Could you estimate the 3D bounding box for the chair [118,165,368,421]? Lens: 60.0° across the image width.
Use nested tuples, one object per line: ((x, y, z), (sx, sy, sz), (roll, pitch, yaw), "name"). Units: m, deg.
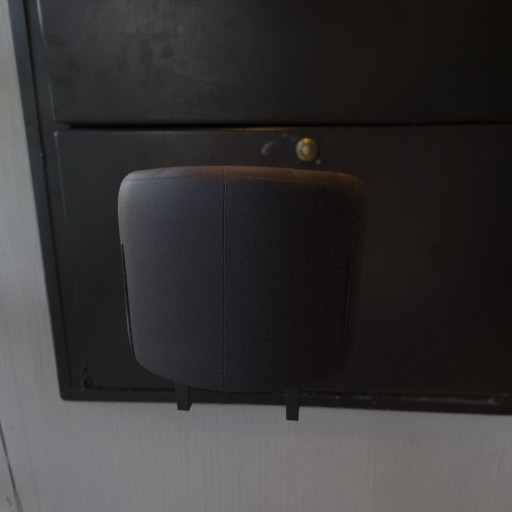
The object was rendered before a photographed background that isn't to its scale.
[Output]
((0.000, 0.000, 1.695), (0.763, 0.760, 1.191), (2, 16, 8), "chair")
